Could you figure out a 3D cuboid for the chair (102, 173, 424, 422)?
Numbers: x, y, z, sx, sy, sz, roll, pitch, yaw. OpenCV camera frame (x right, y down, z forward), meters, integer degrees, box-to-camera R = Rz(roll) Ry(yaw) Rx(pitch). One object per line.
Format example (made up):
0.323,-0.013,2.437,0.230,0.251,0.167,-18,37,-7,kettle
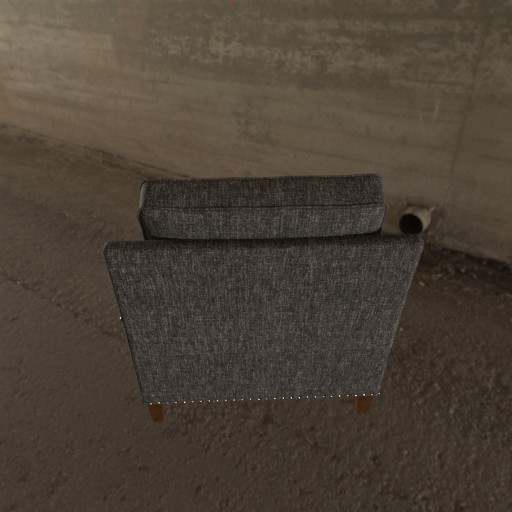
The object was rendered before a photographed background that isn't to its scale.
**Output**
0.000,0.000,1.747,0.853,0.943,1.014,-1,31,-2,chair
